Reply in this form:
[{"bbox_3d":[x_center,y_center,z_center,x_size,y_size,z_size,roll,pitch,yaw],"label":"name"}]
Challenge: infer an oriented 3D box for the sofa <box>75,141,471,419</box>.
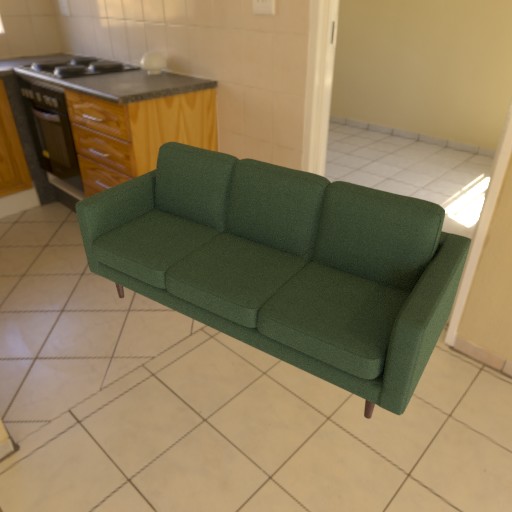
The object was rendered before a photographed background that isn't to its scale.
[{"bbox_3d":[0.000,0.000,2.513,2.029,0.899,0.879,19,36,28],"label":"sofa"}]
